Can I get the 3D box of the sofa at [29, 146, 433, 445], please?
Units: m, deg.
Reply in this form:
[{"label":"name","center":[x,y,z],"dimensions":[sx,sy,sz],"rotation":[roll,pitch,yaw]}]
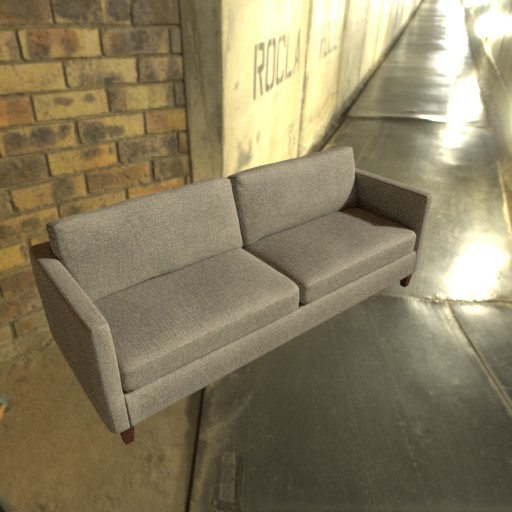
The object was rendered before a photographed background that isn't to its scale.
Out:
[{"label":"sofa","center":[0.000,0.000,2.844],"dimensions":[2.434,0.951,0.948],"rotation":[-21,36,-32]}]
